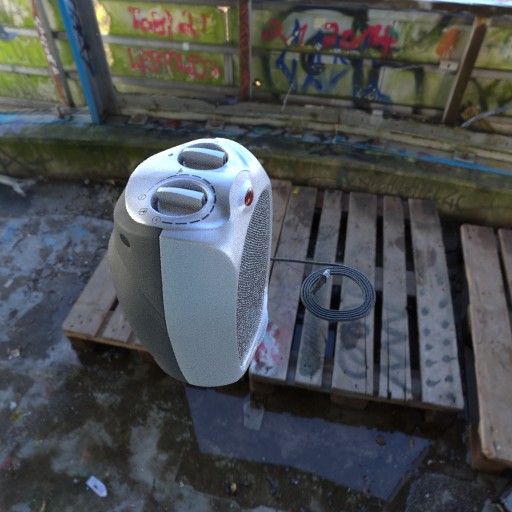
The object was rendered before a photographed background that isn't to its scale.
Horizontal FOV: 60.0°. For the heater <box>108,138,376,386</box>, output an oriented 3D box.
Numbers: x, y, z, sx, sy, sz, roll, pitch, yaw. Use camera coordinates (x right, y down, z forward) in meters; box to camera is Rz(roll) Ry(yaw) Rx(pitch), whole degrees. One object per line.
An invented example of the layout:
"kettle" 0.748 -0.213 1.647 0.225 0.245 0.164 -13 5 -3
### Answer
"heater" 0.000 0.000 0.478 0.291 0.240 0.239 10 47 9
